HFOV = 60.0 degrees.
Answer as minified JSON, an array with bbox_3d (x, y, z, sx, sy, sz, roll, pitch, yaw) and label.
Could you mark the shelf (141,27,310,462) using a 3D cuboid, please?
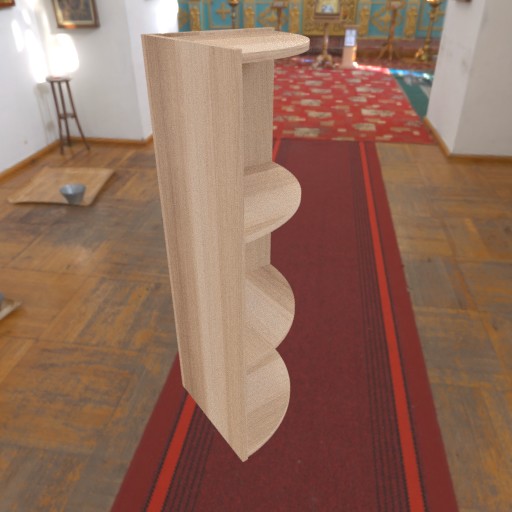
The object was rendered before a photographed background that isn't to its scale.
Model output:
[{"bbox_3d":[0.000,0.000,0.977,0.290,0.872,0.290,-21,37,-31],"label":"shelf"}]
